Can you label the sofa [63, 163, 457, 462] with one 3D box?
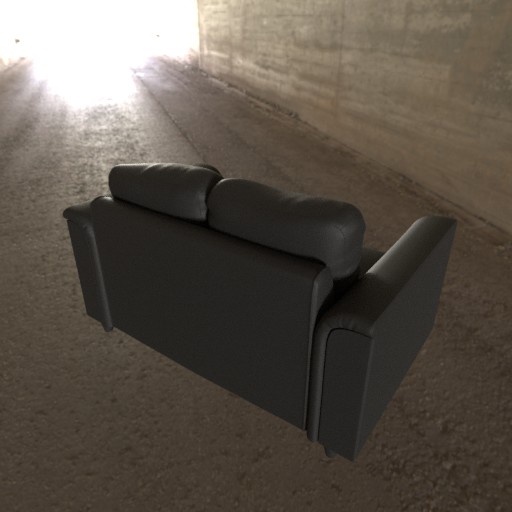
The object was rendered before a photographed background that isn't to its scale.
[{"bbox_3d":[0.000,0.000,1.915,1.386,0.845,0.887,19,33,31],"label":"sofa"}]
